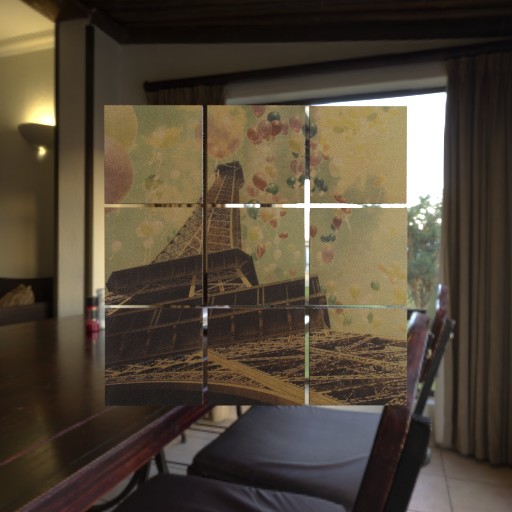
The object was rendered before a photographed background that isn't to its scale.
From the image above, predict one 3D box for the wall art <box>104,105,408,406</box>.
[{"bbox_3d":[0.000,0.000,1.848,1.256,1.246,0.017,0,0,0],"label":"wall art"}]
